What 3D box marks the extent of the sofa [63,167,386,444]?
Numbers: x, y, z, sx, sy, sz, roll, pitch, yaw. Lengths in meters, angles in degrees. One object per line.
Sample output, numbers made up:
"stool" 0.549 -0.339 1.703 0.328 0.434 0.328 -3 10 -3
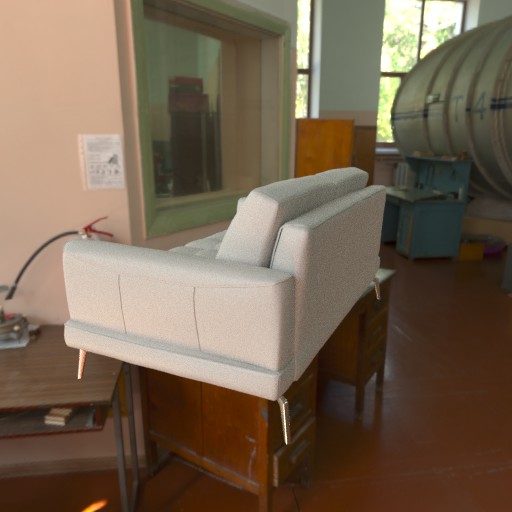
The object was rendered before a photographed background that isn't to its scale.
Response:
"sofa" 0.000 0.000 2.481 1.121 0.930 1.819 7 17 25
